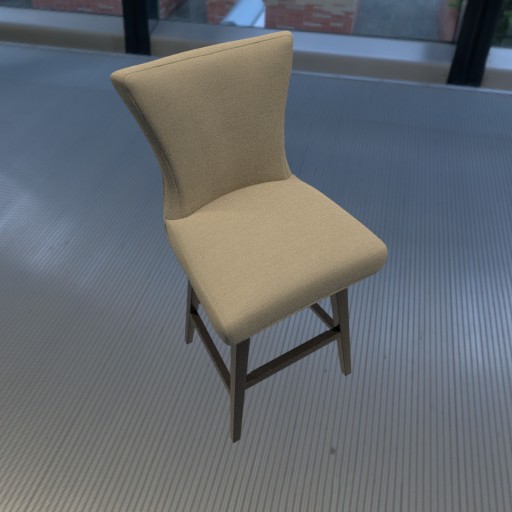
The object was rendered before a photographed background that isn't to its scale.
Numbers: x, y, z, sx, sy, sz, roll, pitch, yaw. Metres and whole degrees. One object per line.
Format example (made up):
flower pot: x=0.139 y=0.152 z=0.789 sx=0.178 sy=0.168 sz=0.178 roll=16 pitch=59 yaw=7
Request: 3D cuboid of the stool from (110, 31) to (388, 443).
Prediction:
stool: x=0.000 y=0.000 z=1.366 sx=0.514 sy=1.086 sz=0.574 roll=-24 pitch=51 yaw=-20
